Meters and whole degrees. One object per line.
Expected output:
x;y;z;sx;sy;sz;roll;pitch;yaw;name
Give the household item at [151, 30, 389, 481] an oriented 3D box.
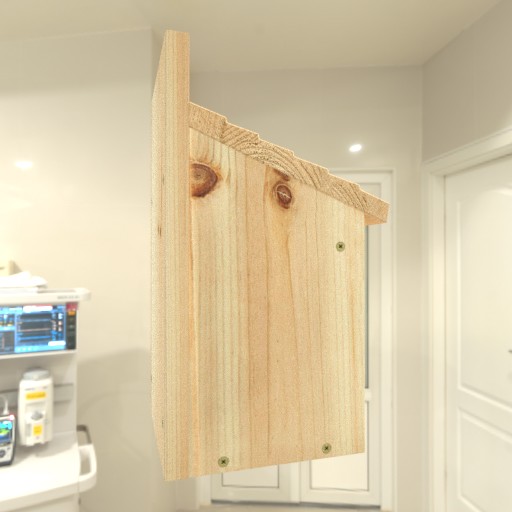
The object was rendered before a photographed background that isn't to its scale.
0.000;0.000;0.388;0.171;0.300;0.149;0;-1;-17;household item
